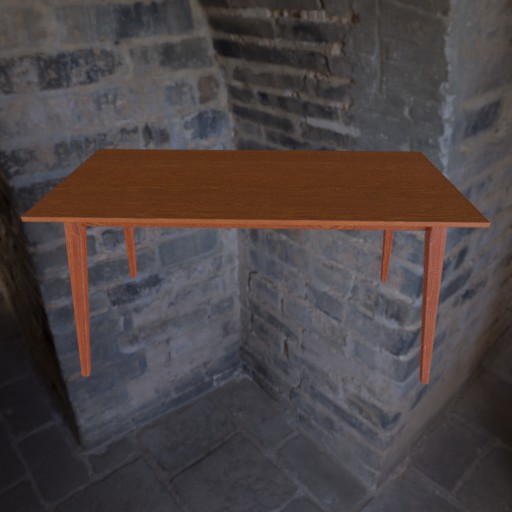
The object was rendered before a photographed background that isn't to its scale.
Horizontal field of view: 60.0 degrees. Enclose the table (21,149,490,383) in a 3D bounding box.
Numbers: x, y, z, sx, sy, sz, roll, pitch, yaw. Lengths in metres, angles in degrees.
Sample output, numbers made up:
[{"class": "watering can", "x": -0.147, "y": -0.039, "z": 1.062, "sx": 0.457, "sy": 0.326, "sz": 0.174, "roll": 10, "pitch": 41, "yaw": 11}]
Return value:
[{"class": "table", "x": 0.000, "y": 0.000, "z": 2.053, "sx": 1.609, "sy": 0.755, "sz": 0.811, "roll": 1, "pitch": 30, "yaw": 1}]
